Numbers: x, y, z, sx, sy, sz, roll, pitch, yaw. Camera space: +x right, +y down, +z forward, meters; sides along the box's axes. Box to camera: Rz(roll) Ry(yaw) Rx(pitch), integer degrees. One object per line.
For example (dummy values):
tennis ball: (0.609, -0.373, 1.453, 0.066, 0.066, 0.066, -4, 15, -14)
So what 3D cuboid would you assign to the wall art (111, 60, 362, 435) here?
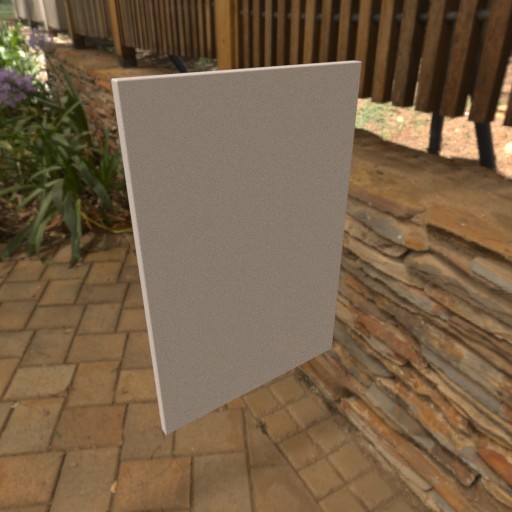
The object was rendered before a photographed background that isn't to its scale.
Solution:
wall art: (0.000, 0.000, 1.040, 0.556, 0.813, 0.026, -19, 34, -31)
